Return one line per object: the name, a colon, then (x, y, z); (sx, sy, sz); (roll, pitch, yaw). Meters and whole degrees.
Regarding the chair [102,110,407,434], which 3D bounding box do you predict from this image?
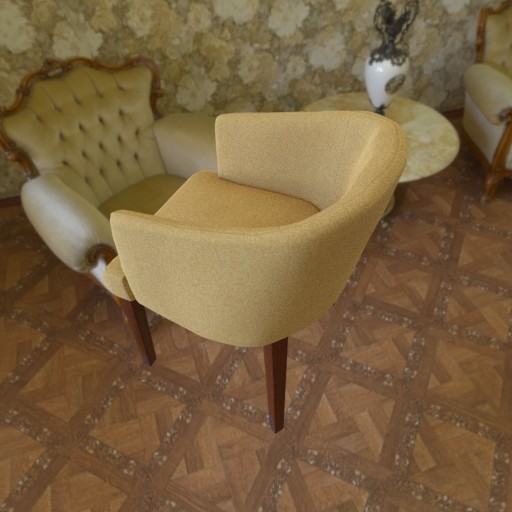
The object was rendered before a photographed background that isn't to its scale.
chair: (0.000, 0.000, 1.248); (0.655, 0.811, 0.583); (18, 47, 17)
